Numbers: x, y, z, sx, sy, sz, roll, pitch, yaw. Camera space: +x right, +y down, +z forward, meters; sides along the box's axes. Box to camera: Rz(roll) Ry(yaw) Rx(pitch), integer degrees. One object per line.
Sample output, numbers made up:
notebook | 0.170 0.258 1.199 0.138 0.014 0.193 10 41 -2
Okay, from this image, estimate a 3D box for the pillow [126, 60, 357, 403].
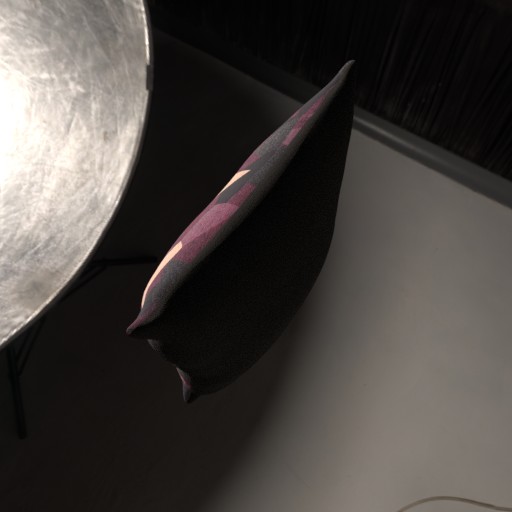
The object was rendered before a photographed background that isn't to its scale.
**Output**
pillow | 0.000 0.000 0.768 0.208 0.496 0.503 32 67 15
